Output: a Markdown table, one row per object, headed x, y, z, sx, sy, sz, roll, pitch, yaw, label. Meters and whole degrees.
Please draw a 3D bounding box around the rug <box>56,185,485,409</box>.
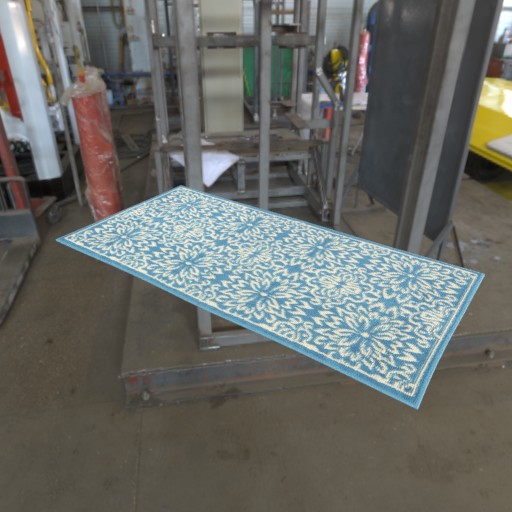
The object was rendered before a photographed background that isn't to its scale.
| x | y | z | sx | sy | sz | roll | pitch | yaw | label |
| --- | --- | --- | --- | --- | --- | --- | --- | --- | --- |
| 0.000 | 0.000 | 1.392 | 1.219 | 0.007 | 0.604 | 20 | 36 | 30 | rug |
